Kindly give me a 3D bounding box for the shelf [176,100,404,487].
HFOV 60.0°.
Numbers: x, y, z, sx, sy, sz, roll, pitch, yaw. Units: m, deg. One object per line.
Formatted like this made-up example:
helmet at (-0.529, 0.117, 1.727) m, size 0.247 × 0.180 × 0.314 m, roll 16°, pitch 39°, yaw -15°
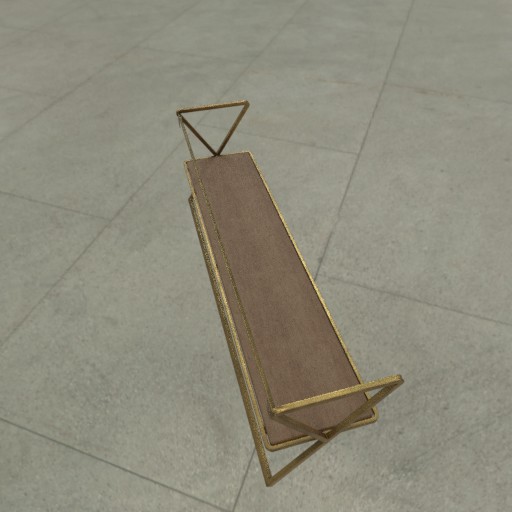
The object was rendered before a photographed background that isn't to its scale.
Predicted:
shelf at (0.000, 0.000, 0.752) m, size 0.150 × 0.229 × 0.645 m, roll -11°, pitch 47°, yaw -11°
